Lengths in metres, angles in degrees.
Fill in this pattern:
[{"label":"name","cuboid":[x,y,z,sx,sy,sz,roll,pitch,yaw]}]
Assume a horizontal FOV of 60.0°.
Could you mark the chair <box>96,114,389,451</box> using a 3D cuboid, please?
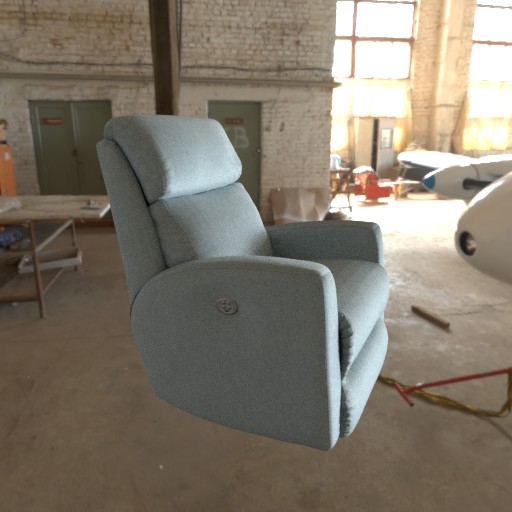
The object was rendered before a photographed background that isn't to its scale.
[{"label":"chair","cuboid":[0.000,0.000,1.668,0.940,1.016,0.794,8,17,25]}]
